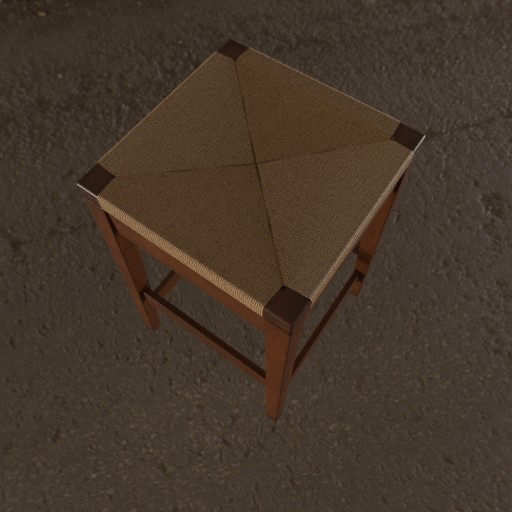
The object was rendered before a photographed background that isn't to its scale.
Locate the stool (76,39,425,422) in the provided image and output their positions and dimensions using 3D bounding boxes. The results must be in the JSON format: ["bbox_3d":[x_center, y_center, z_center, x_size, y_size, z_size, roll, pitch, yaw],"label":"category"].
[{"bbox_3d":[0.000,0.000,1.089,0.497,0.762,0.507,32,68,15],"label":"stool"}]
